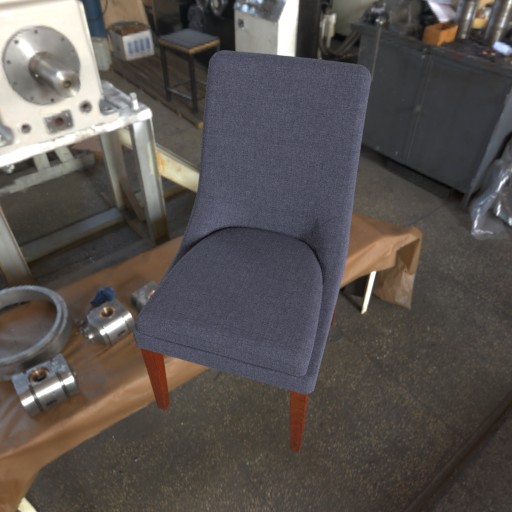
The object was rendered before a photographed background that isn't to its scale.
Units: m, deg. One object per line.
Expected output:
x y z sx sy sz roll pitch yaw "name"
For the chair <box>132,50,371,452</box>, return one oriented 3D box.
0.000 0.000 1.318 0.508 0.952 0.655 12 43 13 "chair"
